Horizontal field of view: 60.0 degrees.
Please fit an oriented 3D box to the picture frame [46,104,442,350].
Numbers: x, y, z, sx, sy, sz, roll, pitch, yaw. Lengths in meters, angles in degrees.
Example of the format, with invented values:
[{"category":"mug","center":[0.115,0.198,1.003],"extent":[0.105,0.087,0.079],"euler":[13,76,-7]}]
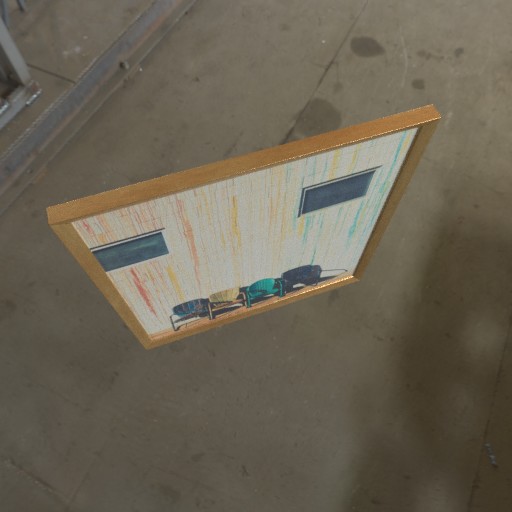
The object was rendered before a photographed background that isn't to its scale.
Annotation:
[{"category":"picture frame","center":[0.000,0.000,1.154],"extent":[0.758,0.761,0.037],"euler":[-17,63,-9]}]
